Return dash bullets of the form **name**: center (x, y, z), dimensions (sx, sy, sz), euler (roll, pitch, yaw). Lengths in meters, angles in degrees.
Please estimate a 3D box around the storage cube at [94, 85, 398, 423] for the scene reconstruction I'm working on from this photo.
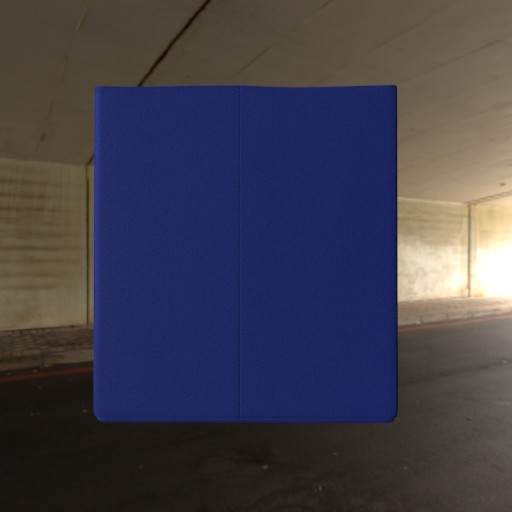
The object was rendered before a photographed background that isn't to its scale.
- **storage cube**: center (0.000, 0.000, 0.497), dimensions (0.270, 0.280, 0.270), euler (0, 0, 1)
